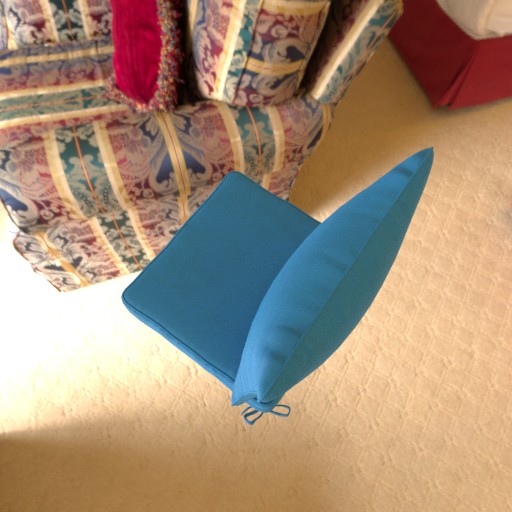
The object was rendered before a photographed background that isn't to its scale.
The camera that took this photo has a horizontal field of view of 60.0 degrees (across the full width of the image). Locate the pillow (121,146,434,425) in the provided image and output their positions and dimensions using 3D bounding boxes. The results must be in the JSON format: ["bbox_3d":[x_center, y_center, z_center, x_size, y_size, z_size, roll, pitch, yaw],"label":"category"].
[{"bbox_3d":[0.000,0.000,1.385,0.733,0.725,0.798,33,70,14],"label":"pillow"}]
